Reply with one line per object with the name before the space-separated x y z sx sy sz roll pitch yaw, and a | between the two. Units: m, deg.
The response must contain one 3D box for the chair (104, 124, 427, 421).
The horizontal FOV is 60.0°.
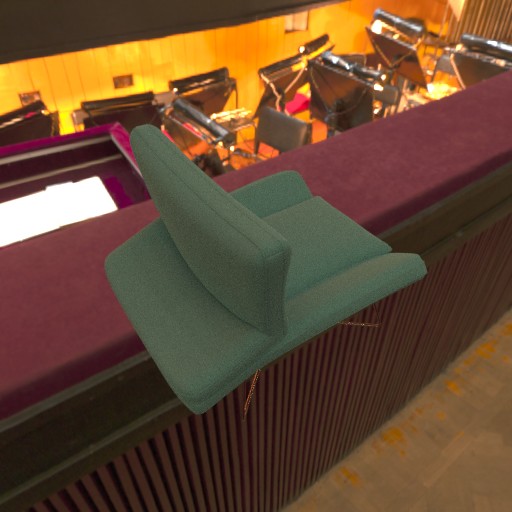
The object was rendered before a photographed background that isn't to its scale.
chair | 0.000 0.000 1.685 1.008 0.855 0.859 -23 46 -25
